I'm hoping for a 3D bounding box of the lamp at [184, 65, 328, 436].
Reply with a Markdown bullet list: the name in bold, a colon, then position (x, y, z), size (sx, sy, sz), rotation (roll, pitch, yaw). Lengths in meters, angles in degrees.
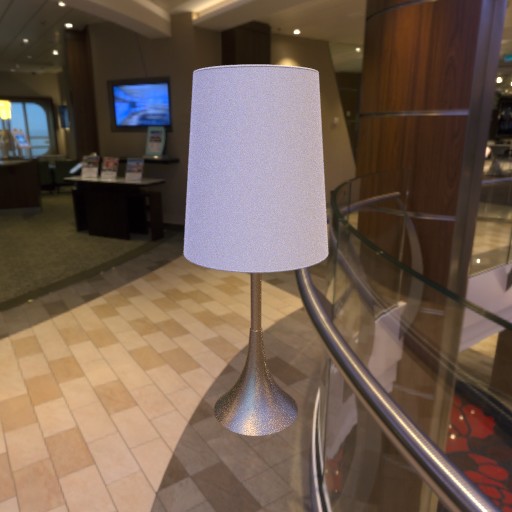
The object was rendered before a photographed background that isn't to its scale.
- **lamp**: position (0.000, 0.000, 0.718), size (0.231, 0.569, 0.231), rotation (0, 16, 0)
